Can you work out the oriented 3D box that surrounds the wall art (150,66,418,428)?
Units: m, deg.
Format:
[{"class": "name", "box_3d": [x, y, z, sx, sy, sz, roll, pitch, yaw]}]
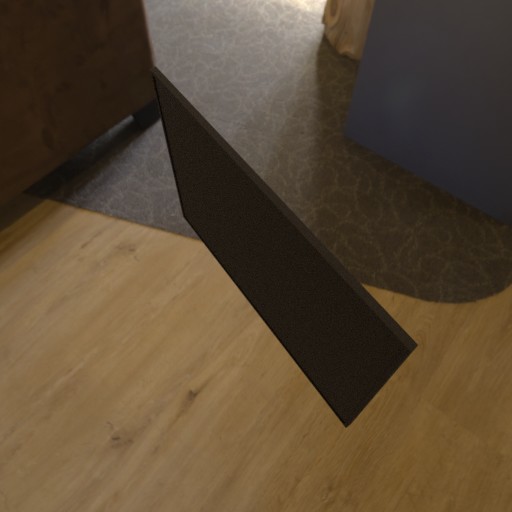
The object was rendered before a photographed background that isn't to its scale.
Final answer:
[{"class": "wall art", "box_3d": [0.000, 0.000, 1.553, 0.028, 0.805, 1.190, -31, 63, -18]}]
